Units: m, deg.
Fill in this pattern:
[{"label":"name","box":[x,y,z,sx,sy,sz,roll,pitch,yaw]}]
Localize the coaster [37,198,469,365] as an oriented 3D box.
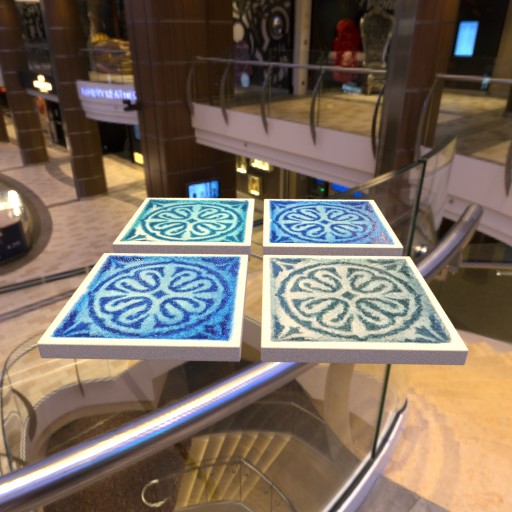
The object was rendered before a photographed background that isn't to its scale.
[{"label":"coaster","box":[0.000,0.000,0.319,0.214,0.010,0.219,1,27,1]}]
